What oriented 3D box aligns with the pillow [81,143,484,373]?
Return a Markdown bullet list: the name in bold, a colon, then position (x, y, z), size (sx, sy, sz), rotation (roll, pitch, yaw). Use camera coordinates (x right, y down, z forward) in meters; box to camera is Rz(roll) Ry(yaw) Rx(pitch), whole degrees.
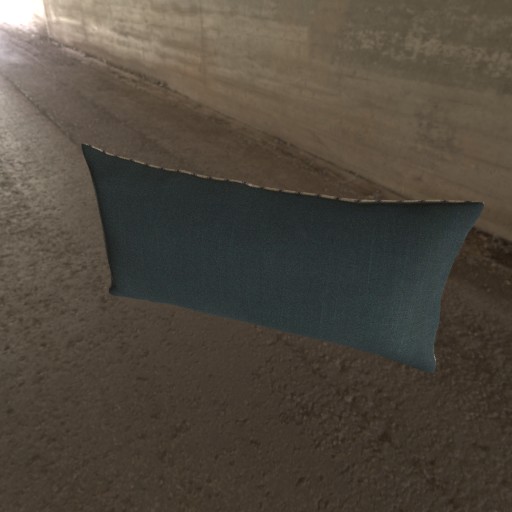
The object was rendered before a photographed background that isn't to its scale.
- **pillow**: position (0.000, 0.000, 0.716), size (0.609, 0.305, 0.151), rotation (11, 33, 17)
